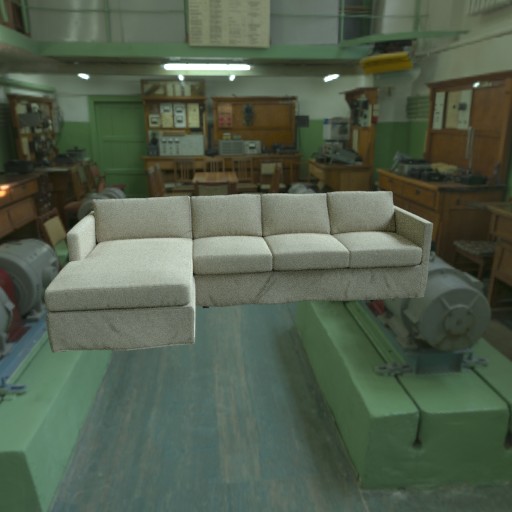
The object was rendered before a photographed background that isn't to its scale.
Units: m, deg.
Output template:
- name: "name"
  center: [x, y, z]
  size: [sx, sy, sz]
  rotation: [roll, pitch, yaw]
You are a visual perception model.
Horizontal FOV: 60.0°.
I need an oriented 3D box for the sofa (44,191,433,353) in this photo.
- name: "sofa"
  center: [0.000, 0.000, 3.960]
  size: [3.205, 0.922, 1.650]
  rotation: [-2, 17, -7]
